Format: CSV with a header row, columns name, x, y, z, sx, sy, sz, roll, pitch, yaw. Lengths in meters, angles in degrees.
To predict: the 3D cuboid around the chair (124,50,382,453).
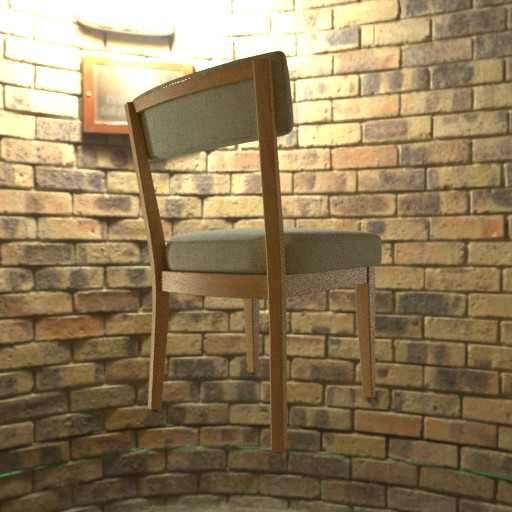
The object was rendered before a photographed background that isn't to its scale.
name,x,y,z,sx,sy,sz,roll,pitch,yaw
chair,0.000,0.000,1.208,0.508,0.832,0.572,1,1,38
